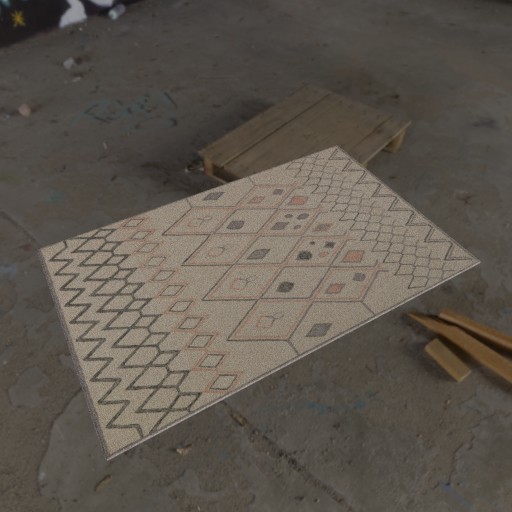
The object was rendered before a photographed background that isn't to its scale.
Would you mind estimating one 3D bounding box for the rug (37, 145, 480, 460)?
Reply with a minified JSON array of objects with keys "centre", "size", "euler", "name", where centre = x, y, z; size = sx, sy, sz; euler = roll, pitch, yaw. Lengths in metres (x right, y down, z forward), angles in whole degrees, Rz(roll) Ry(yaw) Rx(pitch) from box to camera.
[{"centre":[0.000,0.000,2.869],"size":[2.438,0.015,1.524],"euler":[-23,51,-20],"name":"rug"}]
